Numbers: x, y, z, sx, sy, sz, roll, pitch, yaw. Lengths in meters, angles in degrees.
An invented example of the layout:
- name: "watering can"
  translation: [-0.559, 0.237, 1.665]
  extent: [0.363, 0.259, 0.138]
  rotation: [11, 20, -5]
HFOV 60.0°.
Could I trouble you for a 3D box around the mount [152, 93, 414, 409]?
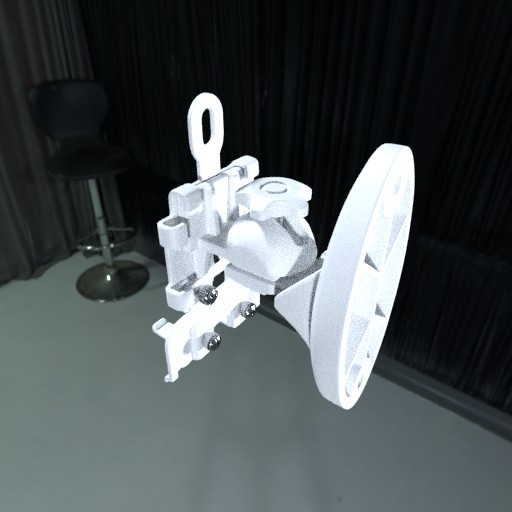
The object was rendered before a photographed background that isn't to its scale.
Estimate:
- name: "mount"
  translation: [0.000, 0.000, 0.175]
  extent: [0.100, 0.118, 0.066]
  rotation: [21, 38, 29]
